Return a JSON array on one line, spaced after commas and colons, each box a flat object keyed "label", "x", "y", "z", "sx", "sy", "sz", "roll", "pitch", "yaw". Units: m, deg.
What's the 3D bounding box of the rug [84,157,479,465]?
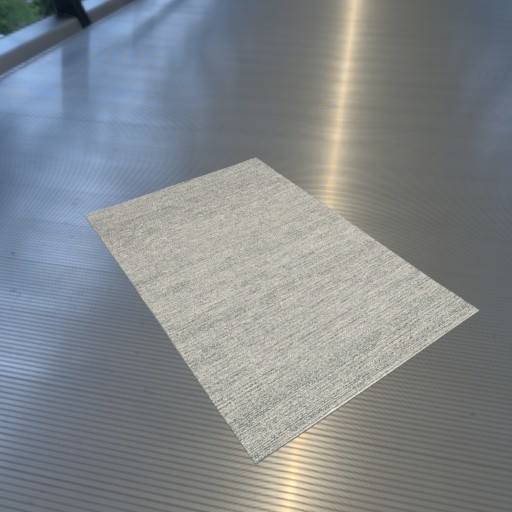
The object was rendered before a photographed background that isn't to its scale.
[{"label": "rug", "x": 0.000, "y": 0.000, "z": 3.013, "sx": 1.616, "sy": 0.030, "sz": 2.338, "roll": -24, "pitch": 45, "yaw": -26}]
